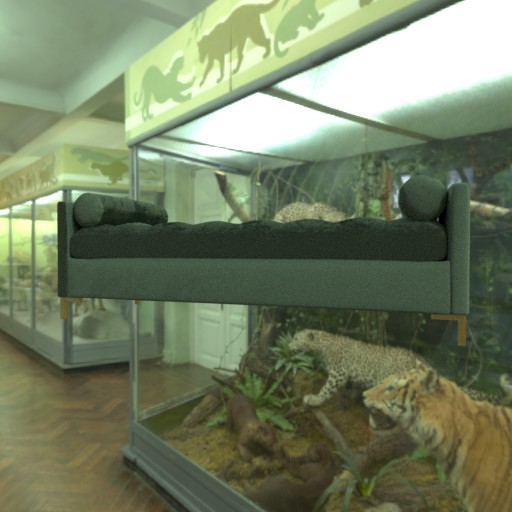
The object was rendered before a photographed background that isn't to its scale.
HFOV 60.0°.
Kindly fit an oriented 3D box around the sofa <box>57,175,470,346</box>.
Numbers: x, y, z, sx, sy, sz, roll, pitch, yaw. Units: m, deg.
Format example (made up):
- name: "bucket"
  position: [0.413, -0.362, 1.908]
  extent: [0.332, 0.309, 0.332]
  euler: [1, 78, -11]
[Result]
- name: "sofa"
  position: [0.000, 0.000, 2.470]
  extent: [2.102, 0.705, 0.796]
  euler: [0, 1, 20]
